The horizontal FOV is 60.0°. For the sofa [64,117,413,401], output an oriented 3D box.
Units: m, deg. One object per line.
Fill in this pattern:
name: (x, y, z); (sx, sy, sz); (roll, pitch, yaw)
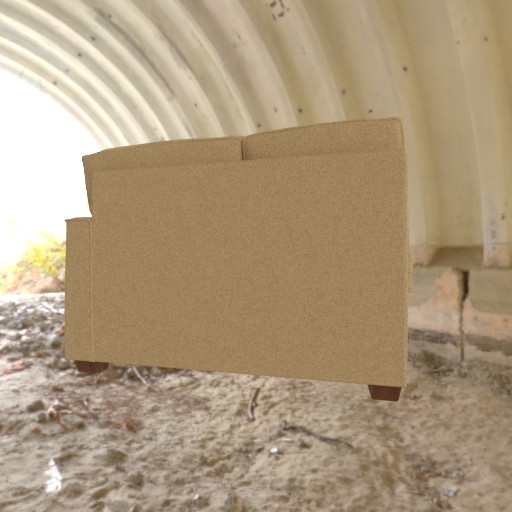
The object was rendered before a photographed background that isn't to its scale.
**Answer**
sofa: (0.000, 0.000, 2.089); (1.388, 0.989, 0.991); (0, -1, 18)
